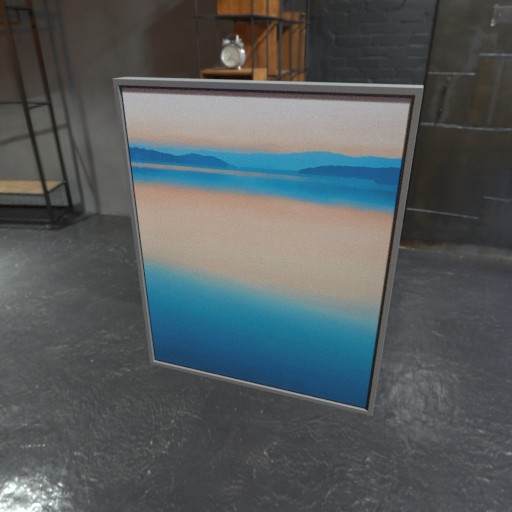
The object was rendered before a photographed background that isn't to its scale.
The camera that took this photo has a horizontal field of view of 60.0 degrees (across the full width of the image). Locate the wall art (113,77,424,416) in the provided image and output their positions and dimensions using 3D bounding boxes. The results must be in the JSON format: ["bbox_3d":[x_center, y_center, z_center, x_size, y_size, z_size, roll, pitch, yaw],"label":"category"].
[{"bbox_3d":[0.000,0.000,0.755,0.453,0.554,0.037,8,27,16],"label":"wall art"}]
